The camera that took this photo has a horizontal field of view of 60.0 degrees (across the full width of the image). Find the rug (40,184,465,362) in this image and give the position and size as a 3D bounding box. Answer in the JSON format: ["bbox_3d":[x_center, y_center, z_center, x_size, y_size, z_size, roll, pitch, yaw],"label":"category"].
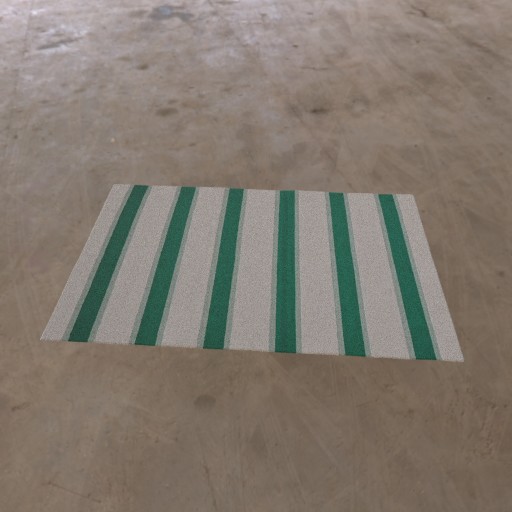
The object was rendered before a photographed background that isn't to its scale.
[{"bbox_3d":[0.000,0.000,3.064,2.436,0.015,1.521,2,45,2],"label":"rug"}]
